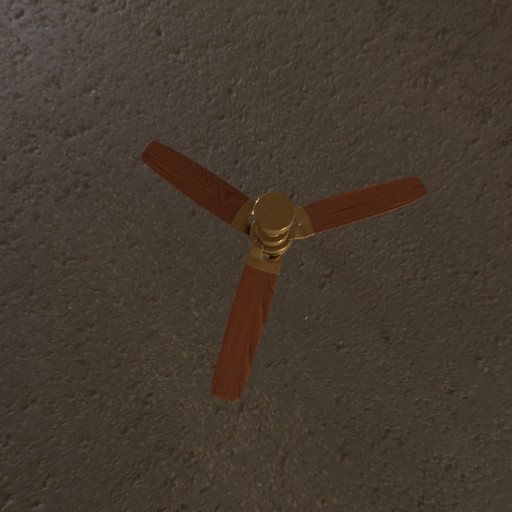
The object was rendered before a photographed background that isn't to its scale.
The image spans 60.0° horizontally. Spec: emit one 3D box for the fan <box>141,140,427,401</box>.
[{"bbox_3d":[0.000,0.000,2.003,1.416,0.425,1.271,16,76,4],"label":"fan"}]
